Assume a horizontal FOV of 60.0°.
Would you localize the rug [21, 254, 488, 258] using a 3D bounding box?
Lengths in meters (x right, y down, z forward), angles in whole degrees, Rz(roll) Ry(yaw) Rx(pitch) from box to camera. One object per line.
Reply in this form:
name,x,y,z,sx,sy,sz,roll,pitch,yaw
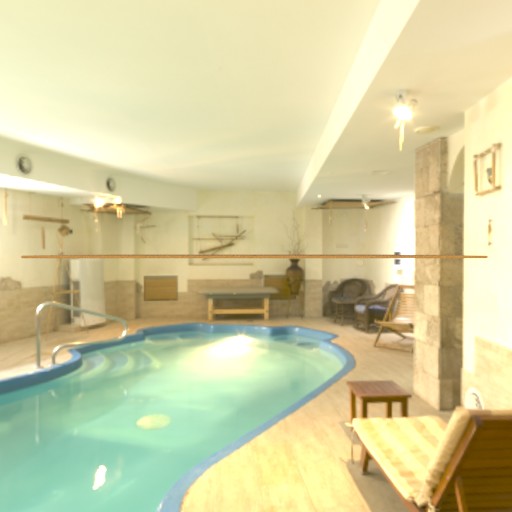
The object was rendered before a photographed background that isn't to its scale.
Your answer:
rug,0.000,0.000,2.915,2.290,0.014,1.526,0,0,0
